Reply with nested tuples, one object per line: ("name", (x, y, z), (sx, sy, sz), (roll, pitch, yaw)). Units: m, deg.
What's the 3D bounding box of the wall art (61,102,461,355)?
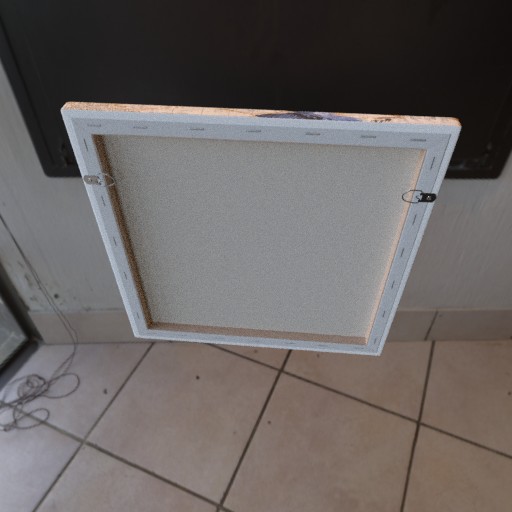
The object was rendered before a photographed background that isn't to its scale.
("wall art", (0.000, 0.000, 1.331), (0.912, 0.914, 0.039), (4, 45, 4))
